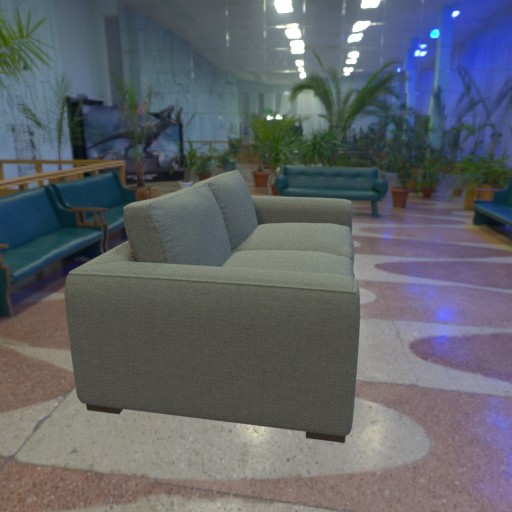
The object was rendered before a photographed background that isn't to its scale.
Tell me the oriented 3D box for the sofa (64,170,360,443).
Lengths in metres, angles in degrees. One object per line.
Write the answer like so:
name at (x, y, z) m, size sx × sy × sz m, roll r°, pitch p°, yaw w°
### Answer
sofa at (0.000, 0.000, 2.409) m, size 1.069 × 0.800 × 1.920 m, roll 3°, pitch 16°, yaw 11°
